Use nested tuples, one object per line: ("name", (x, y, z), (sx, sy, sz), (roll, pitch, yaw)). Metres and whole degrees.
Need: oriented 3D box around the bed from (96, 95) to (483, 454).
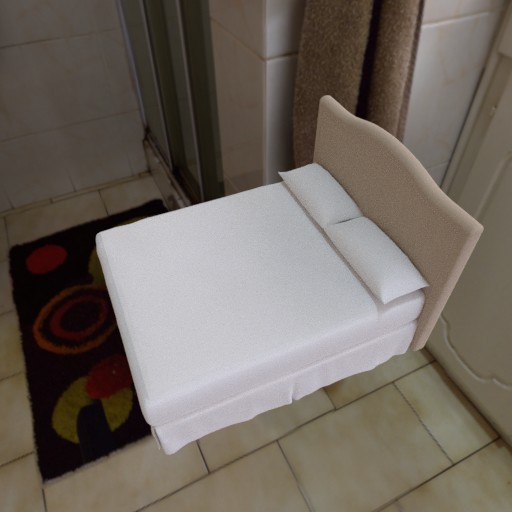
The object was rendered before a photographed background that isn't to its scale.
("bed", (0.000, 0.000, 3.116), (2.052, 1.398, 1.678), (-18, 49, -16))
